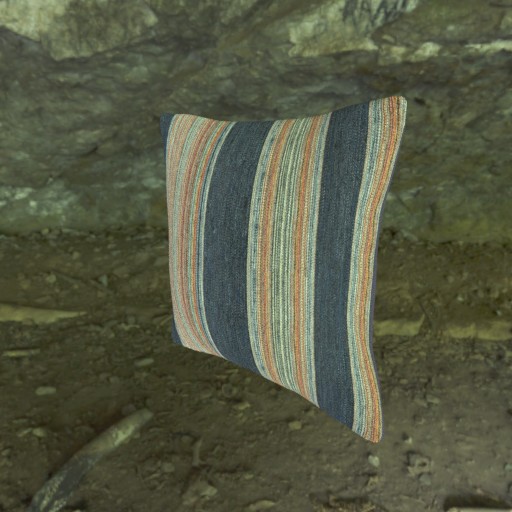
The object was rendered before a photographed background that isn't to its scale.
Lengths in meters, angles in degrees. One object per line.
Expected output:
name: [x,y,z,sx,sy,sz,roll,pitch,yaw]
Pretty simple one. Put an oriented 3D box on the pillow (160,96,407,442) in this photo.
pillow: [0.000,0.000,0.650,0.437,0.419,0.136,13,20,41]
